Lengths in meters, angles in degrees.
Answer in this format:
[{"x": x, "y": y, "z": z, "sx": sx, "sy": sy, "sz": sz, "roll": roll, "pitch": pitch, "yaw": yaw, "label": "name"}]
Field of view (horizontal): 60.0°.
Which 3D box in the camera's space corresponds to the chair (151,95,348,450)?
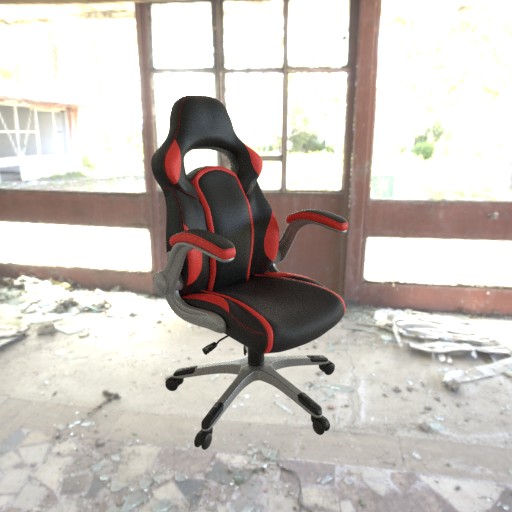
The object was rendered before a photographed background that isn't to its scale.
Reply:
[{"x": 0.000, "y": 0.000, "z": 1.646, "sx": 0.758, "sy": 1.165, "sz": 0.712, "roll": -14, "pitch": 21, "yaw": -43, "label": "chair"}]
